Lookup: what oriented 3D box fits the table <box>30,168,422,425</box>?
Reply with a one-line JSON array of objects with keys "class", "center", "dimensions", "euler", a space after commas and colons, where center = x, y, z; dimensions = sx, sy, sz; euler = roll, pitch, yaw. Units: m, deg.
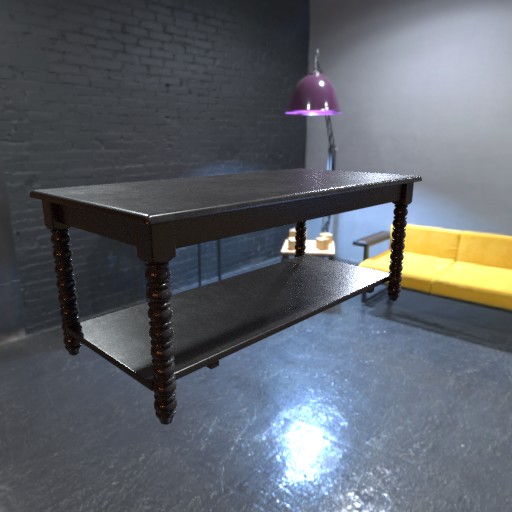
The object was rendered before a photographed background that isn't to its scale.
[{"class": "table", "center": [0.000, 0.000, 1.470], "dimensions": [0.580, 0.487, 1.171], "euler": [14, 21, 42]}]
